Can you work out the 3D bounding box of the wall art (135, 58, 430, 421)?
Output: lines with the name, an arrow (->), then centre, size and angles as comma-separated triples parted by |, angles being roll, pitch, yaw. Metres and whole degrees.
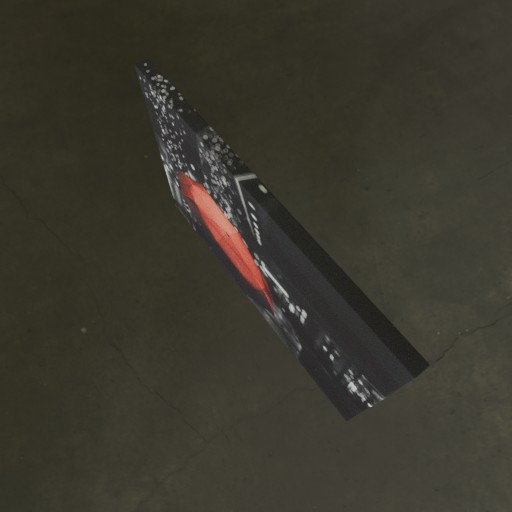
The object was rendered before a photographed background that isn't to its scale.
wall art -> 0.000, 0.000, 1.162 | 0.038, 0.609, 0.914 | -34, 68, -16
